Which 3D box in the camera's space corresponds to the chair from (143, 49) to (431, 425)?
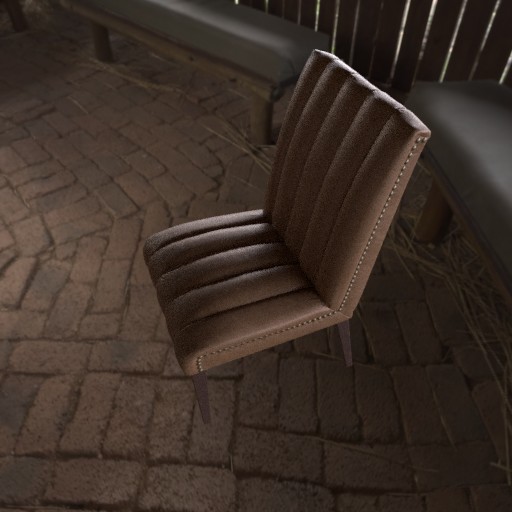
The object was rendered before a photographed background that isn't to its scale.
[{"bbox_3d":[0.000,0.000,1.384,0.647,1.016,0.511,-16,48,-15],"label":"chair"}]
